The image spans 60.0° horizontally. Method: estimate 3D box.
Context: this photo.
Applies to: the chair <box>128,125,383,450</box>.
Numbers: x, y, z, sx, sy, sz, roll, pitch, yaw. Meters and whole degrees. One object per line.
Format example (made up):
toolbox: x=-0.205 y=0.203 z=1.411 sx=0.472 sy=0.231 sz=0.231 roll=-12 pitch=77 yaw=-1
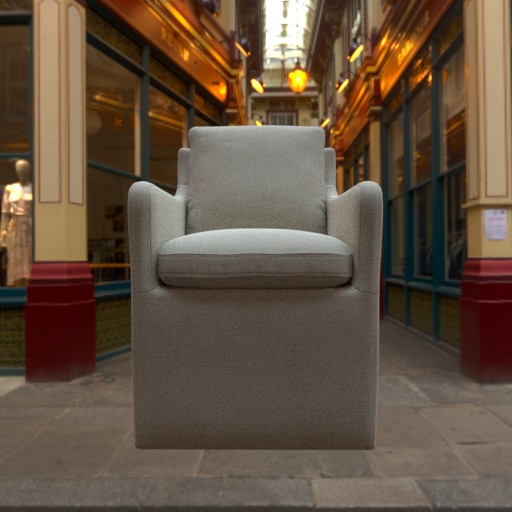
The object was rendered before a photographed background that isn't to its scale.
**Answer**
chair: x=0.000 y=0.000 z=1.359 sx=0.626 sy=0.914 sz=0.694 roll=0 pitch=0 yaw=0
